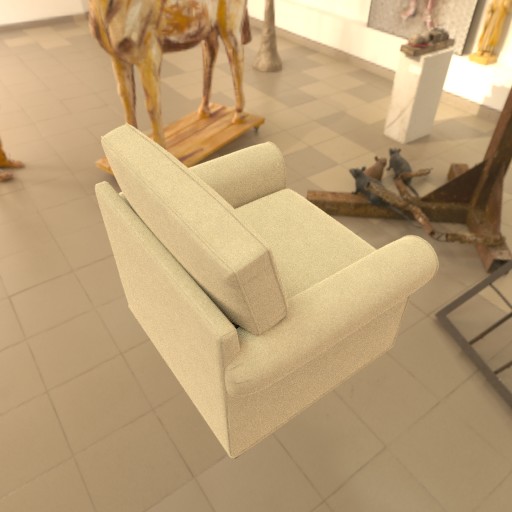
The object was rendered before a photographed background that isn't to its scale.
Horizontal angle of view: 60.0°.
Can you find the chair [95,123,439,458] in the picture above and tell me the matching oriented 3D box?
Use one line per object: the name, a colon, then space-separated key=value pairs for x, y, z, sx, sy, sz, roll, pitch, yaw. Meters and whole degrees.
chair: x=0.000 y=0.000 z=1.738 sx=0.863 sy=0.955 sz=1.040 roll=-26 pitch=48 yaw=-26
